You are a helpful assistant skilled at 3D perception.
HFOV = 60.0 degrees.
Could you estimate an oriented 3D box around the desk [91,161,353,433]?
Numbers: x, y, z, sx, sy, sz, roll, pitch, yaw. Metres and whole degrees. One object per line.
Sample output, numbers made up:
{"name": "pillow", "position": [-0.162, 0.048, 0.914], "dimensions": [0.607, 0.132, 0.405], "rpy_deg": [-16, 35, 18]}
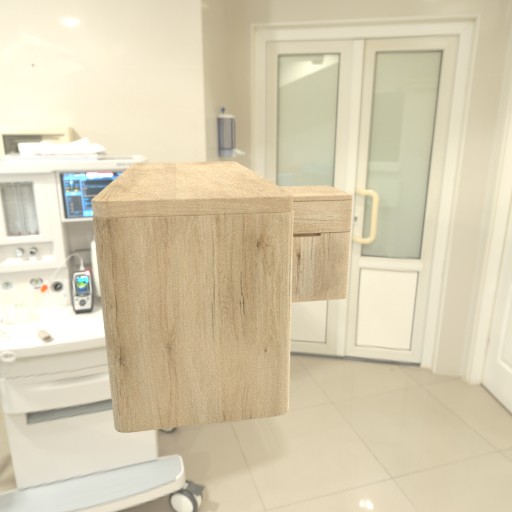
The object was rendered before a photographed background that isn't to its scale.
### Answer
{"name": "desk", "position": [0.000, 0.000, 2.077], "dimensions": [1.175, 0.770, 1.400], "rpy_deg": [-3, 16, -10]}
